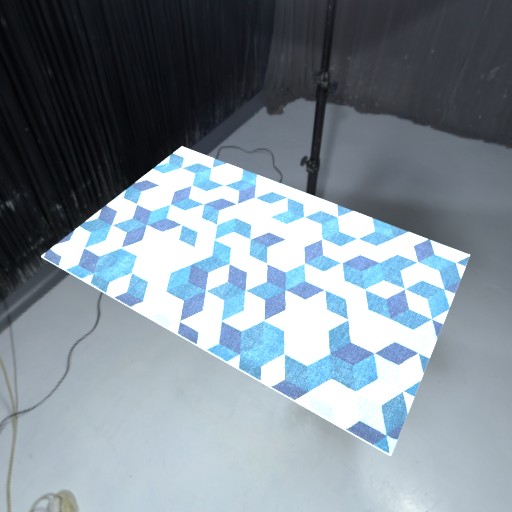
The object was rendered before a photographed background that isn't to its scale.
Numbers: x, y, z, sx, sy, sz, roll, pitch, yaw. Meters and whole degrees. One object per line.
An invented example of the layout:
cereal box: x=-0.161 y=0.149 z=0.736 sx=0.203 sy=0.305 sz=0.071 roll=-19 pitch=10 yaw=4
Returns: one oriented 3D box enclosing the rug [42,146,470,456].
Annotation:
rug: x=0.000 y=0.000 z=2.967 sx=2.438 sy=0.015 sz=1.518 roll=24 pitch=52 yaw=21
